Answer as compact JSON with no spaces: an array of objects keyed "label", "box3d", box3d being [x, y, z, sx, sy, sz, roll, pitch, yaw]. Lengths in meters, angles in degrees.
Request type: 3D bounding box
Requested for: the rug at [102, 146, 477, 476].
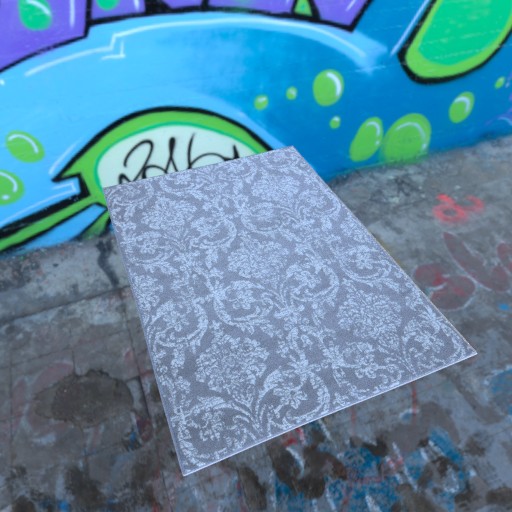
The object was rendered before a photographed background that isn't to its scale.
[{"label":"rug","box3d":[0.000,0.000,2.810,1.578,0.014,2.206,-16,47,-16]}]
